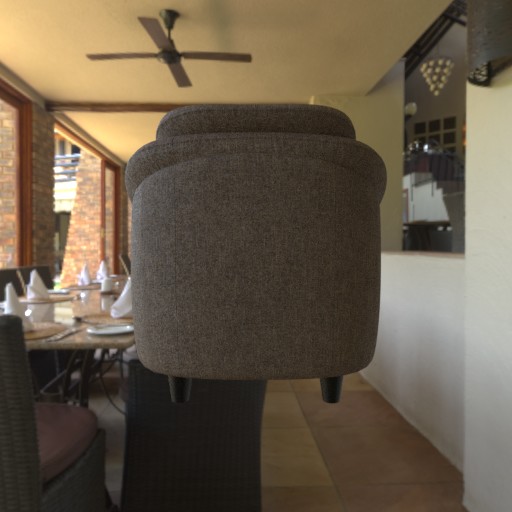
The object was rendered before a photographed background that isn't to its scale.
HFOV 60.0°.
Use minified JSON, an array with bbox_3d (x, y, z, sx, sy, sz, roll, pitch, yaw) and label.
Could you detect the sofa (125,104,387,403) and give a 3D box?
[{"bbox_3d":[0.000,0.000,1.527,0.870,0.811,0.794,0,1,0],"label":"sofa"}]
